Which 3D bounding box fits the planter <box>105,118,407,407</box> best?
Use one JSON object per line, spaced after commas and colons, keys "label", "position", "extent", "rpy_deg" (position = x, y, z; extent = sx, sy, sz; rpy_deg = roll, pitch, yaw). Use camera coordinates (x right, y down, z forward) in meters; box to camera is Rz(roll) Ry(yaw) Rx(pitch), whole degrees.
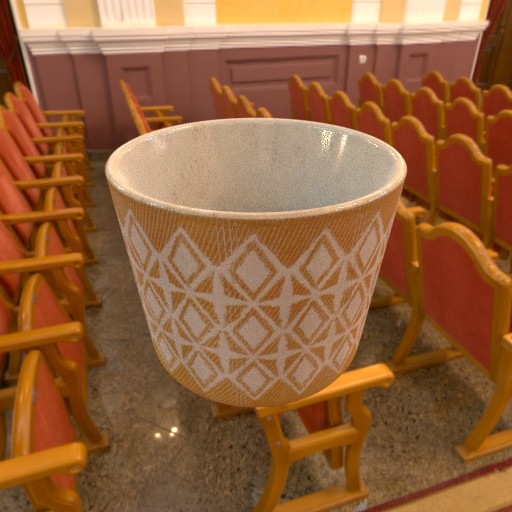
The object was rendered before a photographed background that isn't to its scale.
{"label": "planter", "position": [0.000, 0.000, 0.220], "extent": [0.126, 0.104, 0.126], "rpy_deg": [0, 31, 0]}
